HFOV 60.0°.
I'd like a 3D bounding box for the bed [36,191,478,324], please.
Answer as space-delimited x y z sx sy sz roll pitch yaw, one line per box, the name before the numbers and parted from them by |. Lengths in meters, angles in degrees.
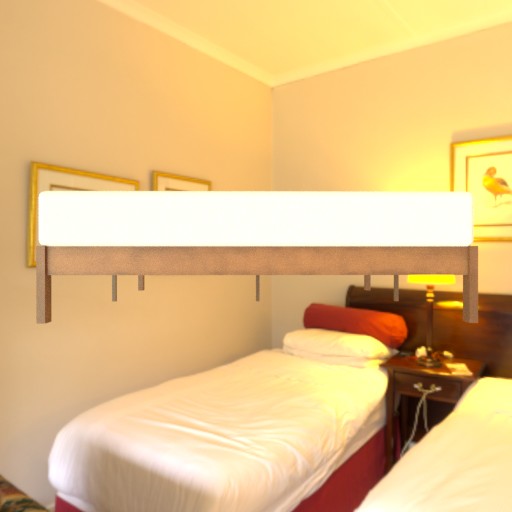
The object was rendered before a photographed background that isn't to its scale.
bed | 0.000 0.000 3.015 2.049 0.616 1.930 0 0 -1
